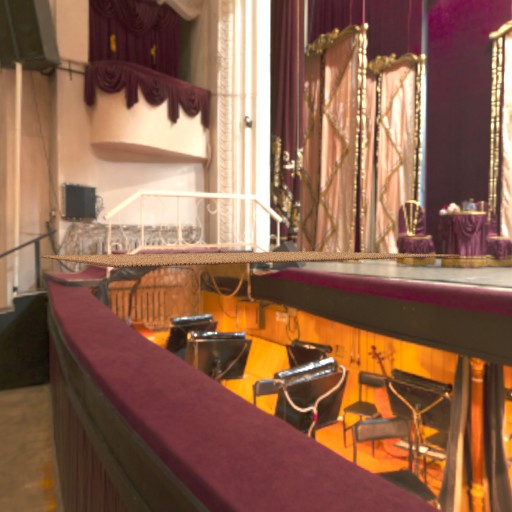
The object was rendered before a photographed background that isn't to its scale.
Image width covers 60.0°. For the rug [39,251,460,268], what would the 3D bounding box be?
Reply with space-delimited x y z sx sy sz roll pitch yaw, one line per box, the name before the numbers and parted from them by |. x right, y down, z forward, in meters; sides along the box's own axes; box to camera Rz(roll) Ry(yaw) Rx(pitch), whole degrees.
rug | 0.000 0.000 3.024 2.439 0.011 1.533 -1 2 -36
